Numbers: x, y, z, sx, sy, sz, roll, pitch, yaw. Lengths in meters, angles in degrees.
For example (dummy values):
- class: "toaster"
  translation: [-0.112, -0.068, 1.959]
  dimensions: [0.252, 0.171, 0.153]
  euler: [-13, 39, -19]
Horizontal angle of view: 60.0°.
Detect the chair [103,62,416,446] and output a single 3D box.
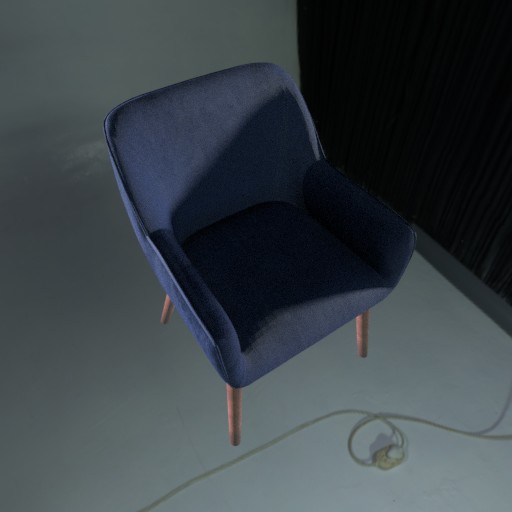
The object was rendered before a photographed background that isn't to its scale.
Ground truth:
- class: "chair"
  translation: [0.000, 0.000, 1.265]
  dimensions: [0.600, 0.820, 0.600]
  euler: [-27, 53, -23]
